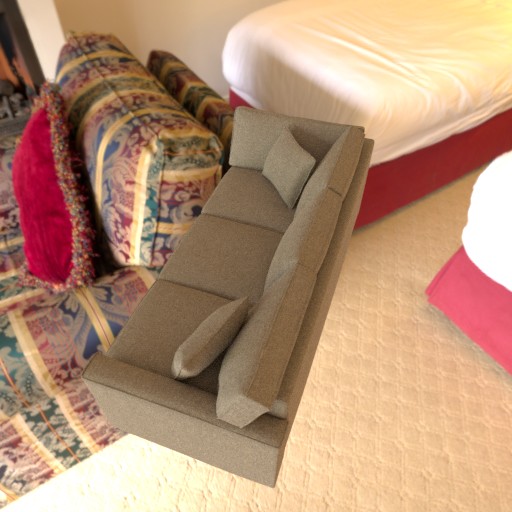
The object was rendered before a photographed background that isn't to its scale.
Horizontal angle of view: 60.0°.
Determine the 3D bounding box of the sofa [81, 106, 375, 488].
[{"bbox_3d":[0.000,0.000,2.846,1.061,0.962,2.317,15,49,13],"label":"sofa"}]
